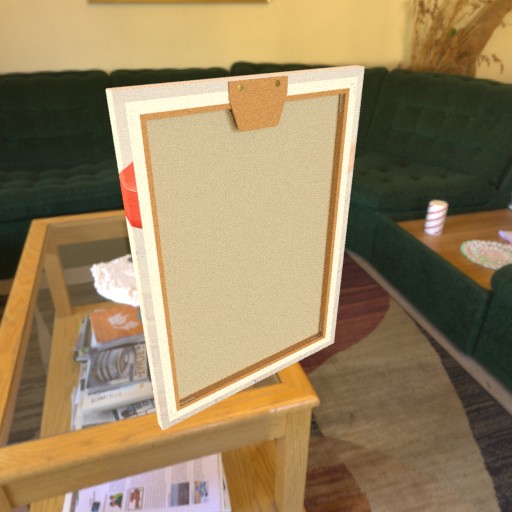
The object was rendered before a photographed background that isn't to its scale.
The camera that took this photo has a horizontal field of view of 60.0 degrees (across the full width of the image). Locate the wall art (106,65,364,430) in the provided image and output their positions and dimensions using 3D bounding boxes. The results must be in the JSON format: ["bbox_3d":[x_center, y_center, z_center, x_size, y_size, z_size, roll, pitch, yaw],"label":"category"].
[{"bbox_3d":[0.000,0.000,1.117,0.613,0.848,0.036,-19,34,-30],"label":"wall art"}]
